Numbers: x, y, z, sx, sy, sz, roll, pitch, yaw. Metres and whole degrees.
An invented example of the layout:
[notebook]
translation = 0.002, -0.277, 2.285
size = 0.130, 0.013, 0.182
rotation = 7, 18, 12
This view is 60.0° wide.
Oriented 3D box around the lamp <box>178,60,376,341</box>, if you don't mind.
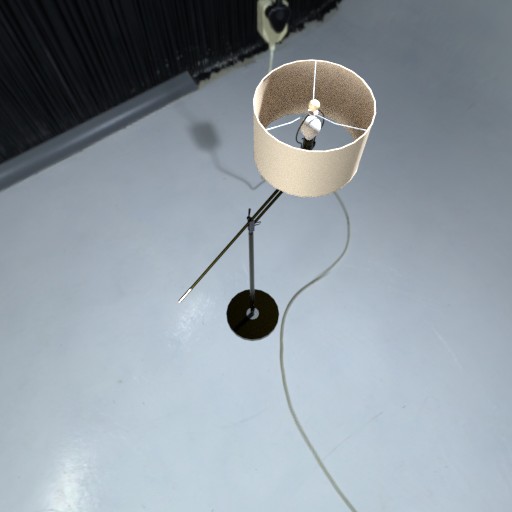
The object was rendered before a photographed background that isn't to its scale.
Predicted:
[lamp]
translation = 0.000, 0.000, 2.027
size = 0.809, 1.635, 0.373
rotation = -32, 69, -14
